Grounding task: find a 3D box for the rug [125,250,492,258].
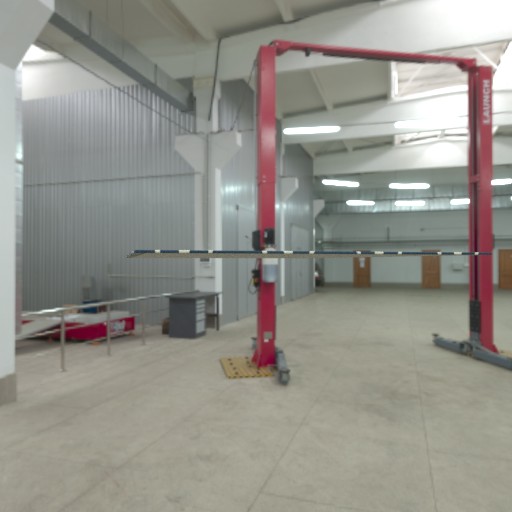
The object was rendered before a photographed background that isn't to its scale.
[{"bbox_3d":[0.000,0.000,2.742,1.524,0.010,2.134,0,-1,-17],"label":"rug"}]
